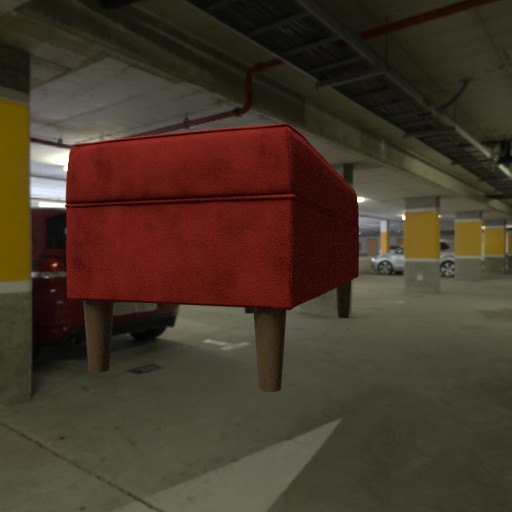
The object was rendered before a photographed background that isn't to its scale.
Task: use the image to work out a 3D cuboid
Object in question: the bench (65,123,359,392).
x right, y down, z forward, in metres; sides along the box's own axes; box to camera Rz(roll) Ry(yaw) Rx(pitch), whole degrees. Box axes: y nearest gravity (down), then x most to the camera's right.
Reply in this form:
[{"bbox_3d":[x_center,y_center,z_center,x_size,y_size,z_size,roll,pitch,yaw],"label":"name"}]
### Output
[{"bbox_3d":[0.000,0.000,1.295,0.492,0.471,1.016,0,1,19],"label":"bench"}]
